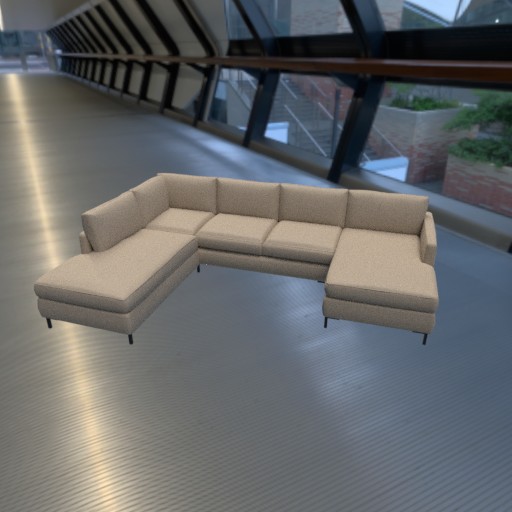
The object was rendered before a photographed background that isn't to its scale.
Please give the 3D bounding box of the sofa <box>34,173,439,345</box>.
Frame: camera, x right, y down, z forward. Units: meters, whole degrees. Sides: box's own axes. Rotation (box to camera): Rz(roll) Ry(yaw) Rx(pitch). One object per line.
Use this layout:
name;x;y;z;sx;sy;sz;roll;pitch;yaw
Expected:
sofa;0.000;0.000;3.544;2.737;0.756;1.879;8;27;16
